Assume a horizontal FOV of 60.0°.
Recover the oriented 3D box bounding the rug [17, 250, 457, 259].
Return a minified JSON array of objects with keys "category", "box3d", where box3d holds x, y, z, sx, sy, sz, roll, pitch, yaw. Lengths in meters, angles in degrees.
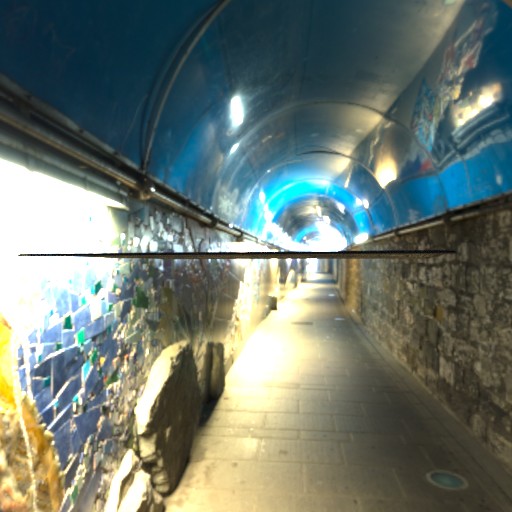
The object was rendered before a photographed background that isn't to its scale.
[{"category":"rug","box3d":[0.000,0.000,4.692,3.612,0.035,2.716,0,-1,18]}]
